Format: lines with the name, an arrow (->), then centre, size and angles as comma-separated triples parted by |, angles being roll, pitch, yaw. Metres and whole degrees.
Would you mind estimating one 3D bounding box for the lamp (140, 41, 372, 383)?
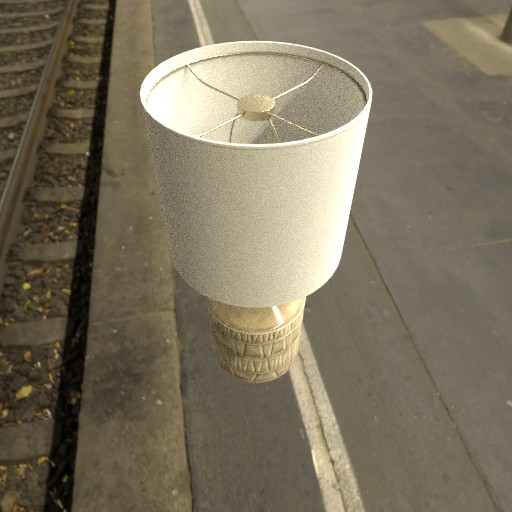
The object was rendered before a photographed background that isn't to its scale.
lamp -> 0.000, 0.000, 0.572 | 0.211, 0.455, 0.211 | -24, 50, -22
